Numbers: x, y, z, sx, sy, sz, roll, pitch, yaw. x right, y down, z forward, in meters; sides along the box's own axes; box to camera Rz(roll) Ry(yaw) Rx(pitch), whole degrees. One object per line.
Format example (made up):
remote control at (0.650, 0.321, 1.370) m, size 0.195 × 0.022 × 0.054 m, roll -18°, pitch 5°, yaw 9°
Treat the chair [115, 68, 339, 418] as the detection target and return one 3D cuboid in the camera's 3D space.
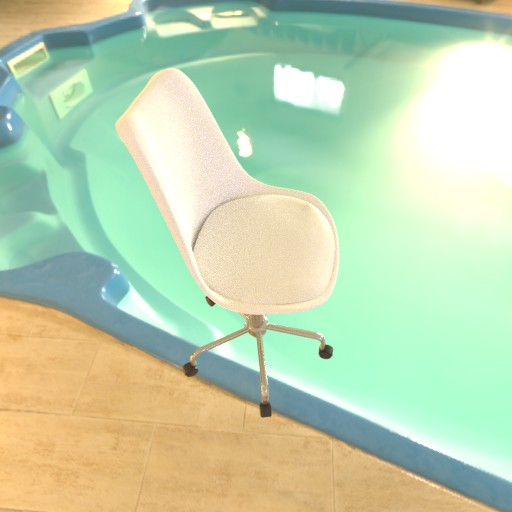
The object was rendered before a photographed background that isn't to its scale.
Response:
chair at (0.000, 0.000, 1.272) m, size 0.550 × 0.930 × 0.550 m, roll 8°, pitch 47°, yaw 8°
